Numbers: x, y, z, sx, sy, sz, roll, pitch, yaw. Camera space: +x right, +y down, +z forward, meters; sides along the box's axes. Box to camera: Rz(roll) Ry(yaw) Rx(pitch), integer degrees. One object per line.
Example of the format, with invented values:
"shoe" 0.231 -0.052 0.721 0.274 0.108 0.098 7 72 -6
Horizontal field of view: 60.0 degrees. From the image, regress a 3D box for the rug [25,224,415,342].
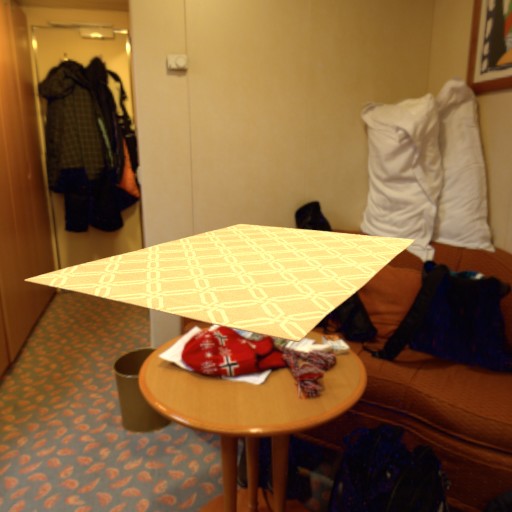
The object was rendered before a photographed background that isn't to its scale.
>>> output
"rug" 0.000 0.000 4.409 2.452 0.020 3.365 7 15 29
